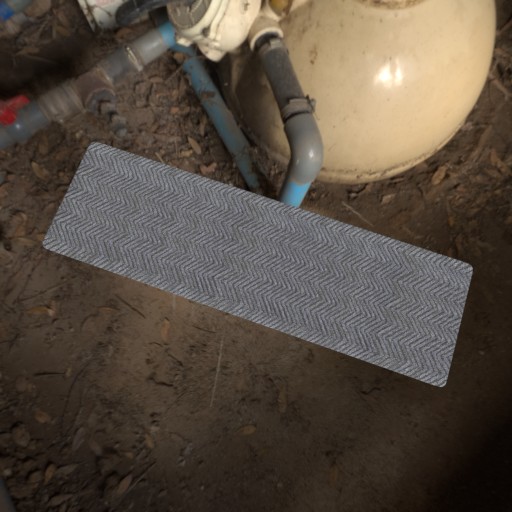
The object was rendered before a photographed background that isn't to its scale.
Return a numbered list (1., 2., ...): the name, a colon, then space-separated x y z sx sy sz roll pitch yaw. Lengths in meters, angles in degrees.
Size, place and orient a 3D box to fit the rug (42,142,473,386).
1. rug: 0.000 0.000 2.440 2.286 0.008 0.686 19 77 5
